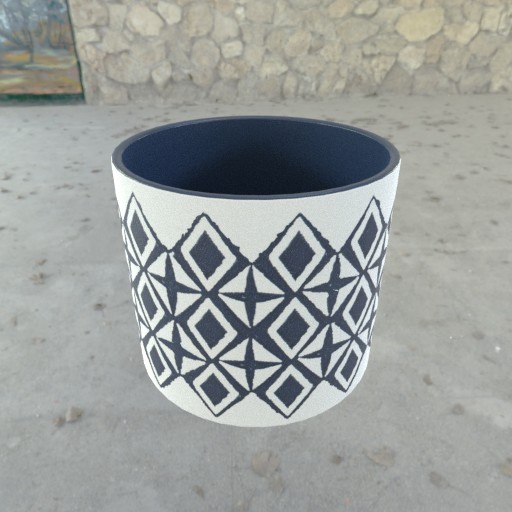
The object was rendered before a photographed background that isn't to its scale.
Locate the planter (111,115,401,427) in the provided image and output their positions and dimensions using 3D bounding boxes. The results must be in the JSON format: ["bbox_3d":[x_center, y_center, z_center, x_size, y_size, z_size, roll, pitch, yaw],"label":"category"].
[{"bbox_3d":[0.000,0.000,0.403,0.224,0.203,0.224,0,30,0],"label":"planter"}]
